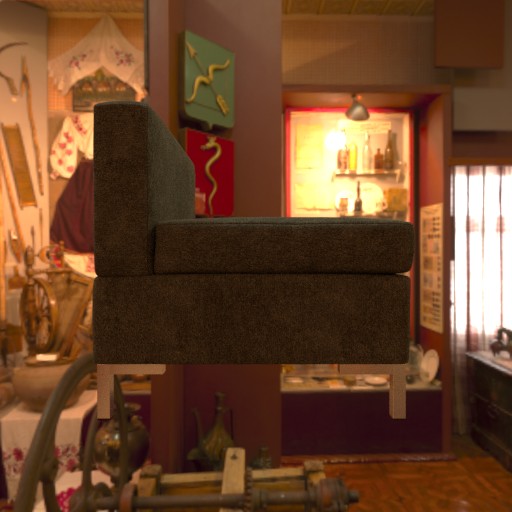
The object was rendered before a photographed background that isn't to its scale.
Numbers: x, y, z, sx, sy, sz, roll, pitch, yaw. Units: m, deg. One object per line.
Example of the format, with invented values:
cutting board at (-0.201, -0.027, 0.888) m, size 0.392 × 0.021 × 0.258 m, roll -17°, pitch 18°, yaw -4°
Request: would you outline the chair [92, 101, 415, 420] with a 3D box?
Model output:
chair at (0.000, 0.000, 1.215) m, size 0.680 × 0.660 × 0.680 m, roll 0°, pitch 1°, yaw 0°
